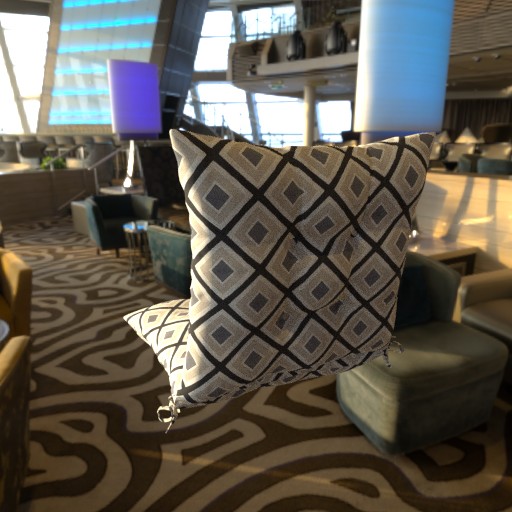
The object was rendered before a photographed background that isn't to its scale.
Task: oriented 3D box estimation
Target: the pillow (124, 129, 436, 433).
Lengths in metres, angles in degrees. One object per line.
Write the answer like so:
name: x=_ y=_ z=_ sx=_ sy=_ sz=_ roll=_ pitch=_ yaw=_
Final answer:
pillow: x=0.000 y=0.000 z=0.988 sx=0.541 sy=0.536 sz=0.585 roll=-7 pitch=17 yaw=-25
